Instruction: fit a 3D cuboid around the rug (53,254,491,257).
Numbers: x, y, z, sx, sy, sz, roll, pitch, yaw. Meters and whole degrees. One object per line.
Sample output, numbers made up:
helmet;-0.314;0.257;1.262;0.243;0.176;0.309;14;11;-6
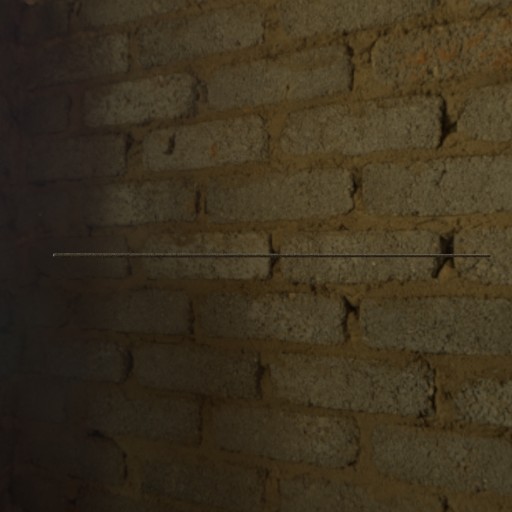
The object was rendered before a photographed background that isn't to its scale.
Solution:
rug;0.000;0.000;2.751;2.132;0.015;1.526;0;0;-18
